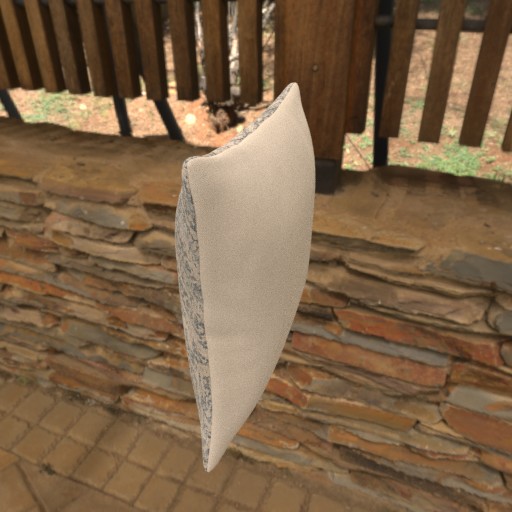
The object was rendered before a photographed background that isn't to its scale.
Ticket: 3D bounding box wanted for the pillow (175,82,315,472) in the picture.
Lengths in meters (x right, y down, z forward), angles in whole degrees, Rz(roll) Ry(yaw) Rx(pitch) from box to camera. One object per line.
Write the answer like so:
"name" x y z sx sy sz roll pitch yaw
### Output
"pillow" 0.000 0.000 0.787 0.166 0.510 0.523 8 31 14
